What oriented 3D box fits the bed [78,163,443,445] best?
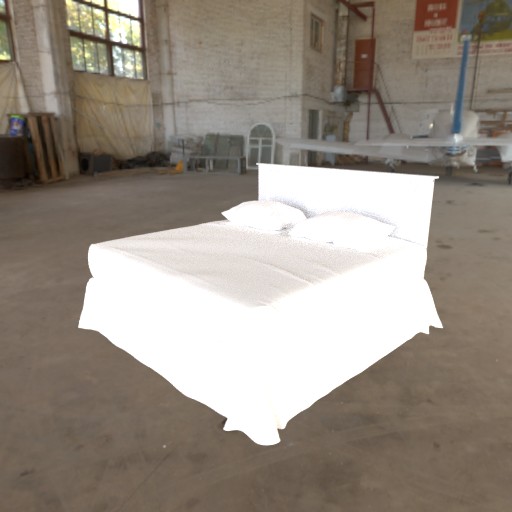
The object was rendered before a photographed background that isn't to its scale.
[{"bbox_3d":[0.000,0.000,3.613,2.215,1.273,2.317,-15,22,-43],"label":"bed"}]
